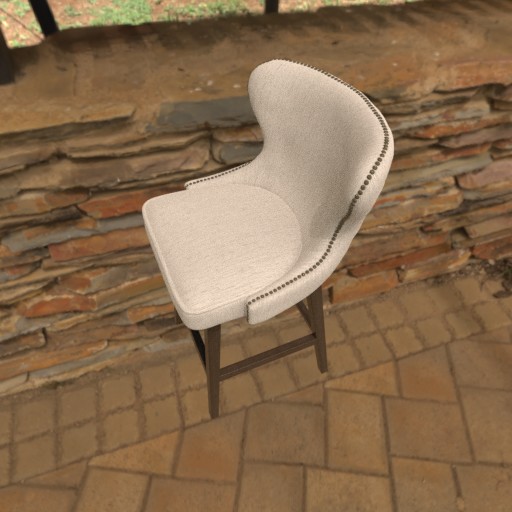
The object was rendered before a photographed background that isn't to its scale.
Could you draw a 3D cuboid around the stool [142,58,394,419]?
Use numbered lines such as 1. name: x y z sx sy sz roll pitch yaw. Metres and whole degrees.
1. stool: 0.000 0.000 1.385 0.597 0.972 0.615 -17 49 -16
